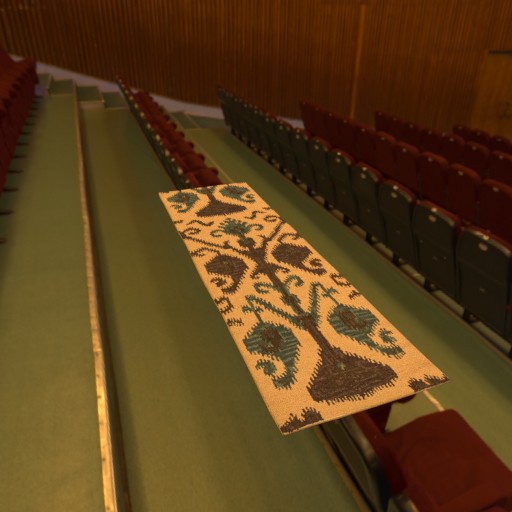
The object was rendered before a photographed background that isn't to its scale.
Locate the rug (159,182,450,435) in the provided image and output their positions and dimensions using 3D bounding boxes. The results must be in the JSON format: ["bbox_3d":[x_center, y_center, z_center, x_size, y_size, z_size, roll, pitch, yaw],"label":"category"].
[{"bbox_3d":[0.000,0.000,2.488,0.692,0.017,2.301,-11,31,-18],"label":"rug"}]
